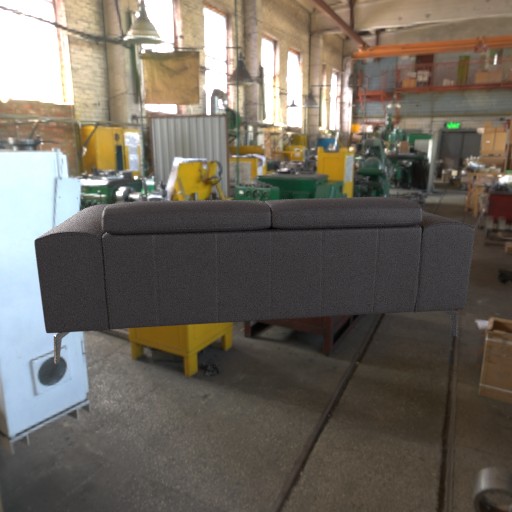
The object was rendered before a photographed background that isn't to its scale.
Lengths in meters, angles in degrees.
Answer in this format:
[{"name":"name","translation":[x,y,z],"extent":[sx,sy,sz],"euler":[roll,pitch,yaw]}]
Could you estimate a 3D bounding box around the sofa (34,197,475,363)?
[{"name":"sofa","translation":[0.000,0.000,2.825],"extent":[2.330,0.814,1.048],"euler":[-2,14,-8]}]
